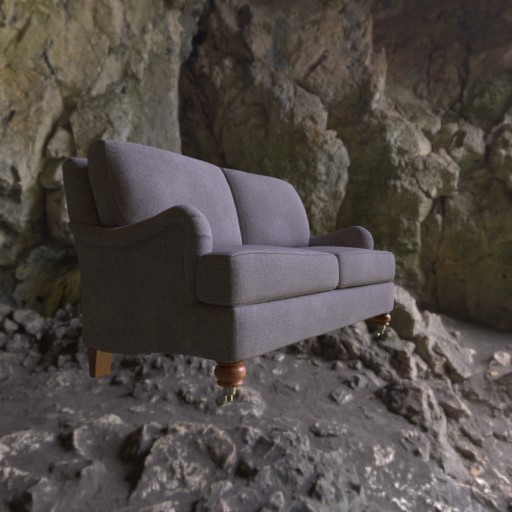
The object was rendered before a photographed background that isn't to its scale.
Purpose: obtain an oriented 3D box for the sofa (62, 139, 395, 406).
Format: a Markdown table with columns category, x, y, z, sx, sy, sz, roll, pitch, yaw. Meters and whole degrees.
| category | x | y | z | sx | sy | sz | roll | pitch | yaw |
| --- | --- | --- | --- | --- | --- | --- | --- | --- | --- |
| sofa | 0.000 | 0.000 | 2.553 | 1.084 | 1.101 | 1.853 | 0 | 1 | 35 |
